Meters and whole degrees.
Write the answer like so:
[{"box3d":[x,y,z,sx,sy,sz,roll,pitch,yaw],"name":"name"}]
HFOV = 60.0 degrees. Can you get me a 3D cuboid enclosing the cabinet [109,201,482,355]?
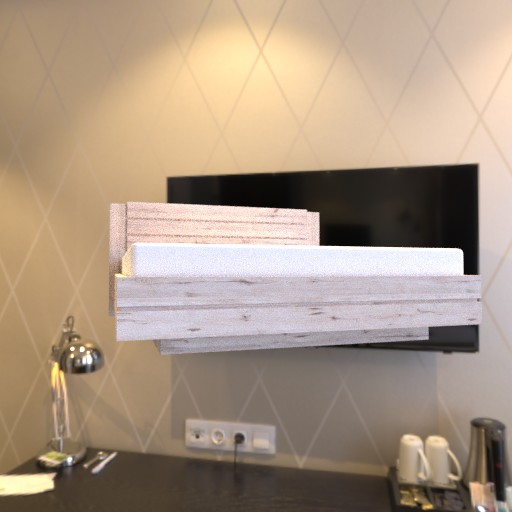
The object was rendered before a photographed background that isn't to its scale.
[{"box3d":[0.000,0.000,3.081,1.950,0.970,2.080,1,-2,-18],"name":"cabinet"}]
